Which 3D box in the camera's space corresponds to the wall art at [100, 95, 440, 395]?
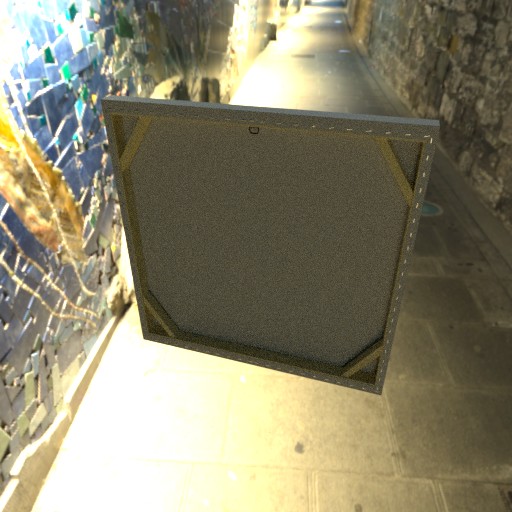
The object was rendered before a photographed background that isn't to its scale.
[{"bbox_3d":[0.000,0.000,0.940,0.610,0.610,0.038,10,33,15],"label":"wall art"}]
